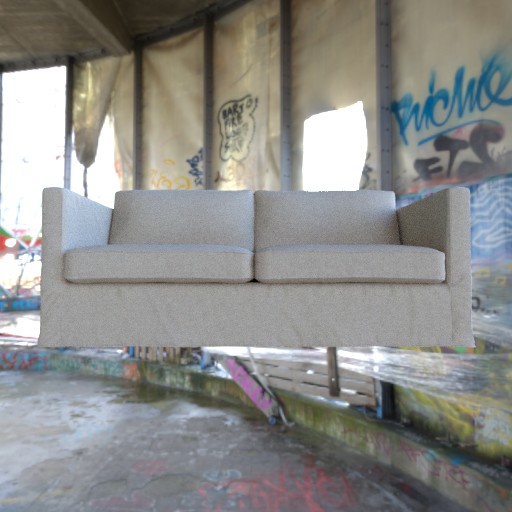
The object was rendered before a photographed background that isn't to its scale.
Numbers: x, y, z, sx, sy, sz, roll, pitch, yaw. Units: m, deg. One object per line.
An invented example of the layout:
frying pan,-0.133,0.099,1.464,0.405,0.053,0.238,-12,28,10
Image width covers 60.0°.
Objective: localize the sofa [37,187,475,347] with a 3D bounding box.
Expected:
sofa,0.000,0.000,2.414,1.959,0.835,0.962,0,-2,0
